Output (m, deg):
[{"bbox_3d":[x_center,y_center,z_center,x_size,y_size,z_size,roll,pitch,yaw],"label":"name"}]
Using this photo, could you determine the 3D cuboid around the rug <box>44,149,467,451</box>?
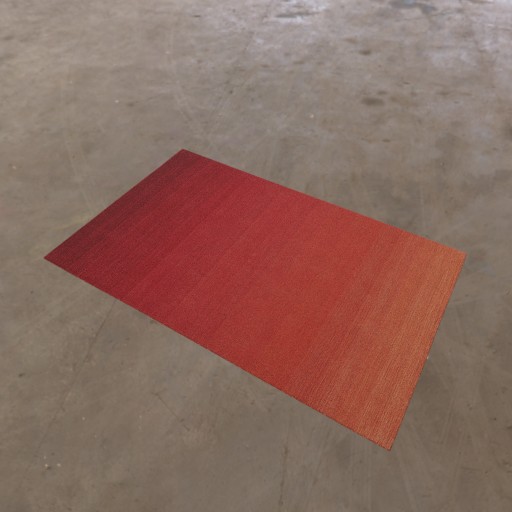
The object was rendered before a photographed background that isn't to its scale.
[{"bbox_3d":[0.000,0.000,3.009,2.442,0.010,1.531,24,51,21],"label":"rug"}]
